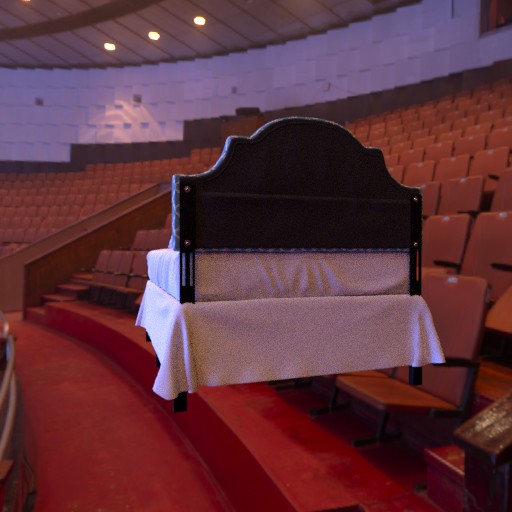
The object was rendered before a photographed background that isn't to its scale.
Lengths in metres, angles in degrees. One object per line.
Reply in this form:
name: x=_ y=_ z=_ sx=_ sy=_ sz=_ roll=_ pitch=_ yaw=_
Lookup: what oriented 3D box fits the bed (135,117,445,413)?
bed: x=0.000 y=0.000 z=3.499 sx=1.780 sy=1.633 sz=2.222 roll=0 pitch=1 yaw=-18
